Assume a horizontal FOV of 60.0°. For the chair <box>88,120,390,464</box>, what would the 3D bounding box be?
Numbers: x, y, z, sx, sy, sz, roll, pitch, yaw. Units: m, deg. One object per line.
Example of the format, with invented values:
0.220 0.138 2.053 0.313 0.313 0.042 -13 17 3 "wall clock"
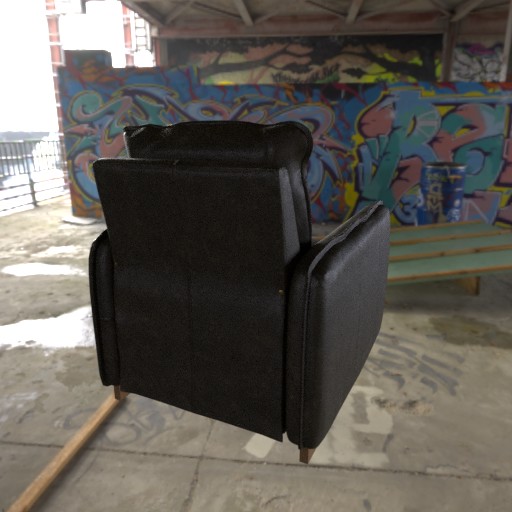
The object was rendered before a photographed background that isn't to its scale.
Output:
0.000 0.000 1.596 0.830 0.921 0.921 8 18 25 "chair"
